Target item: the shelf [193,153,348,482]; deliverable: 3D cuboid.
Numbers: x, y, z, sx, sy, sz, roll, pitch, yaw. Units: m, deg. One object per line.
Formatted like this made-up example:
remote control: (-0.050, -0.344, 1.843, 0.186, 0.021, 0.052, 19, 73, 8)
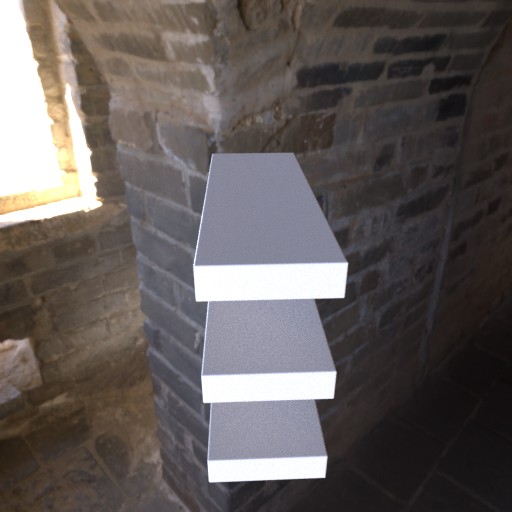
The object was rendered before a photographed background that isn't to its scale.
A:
shelf: (0.000, 0.000, 0.735, 0.140, 0.293, 0.610, -1, 27, -2)
